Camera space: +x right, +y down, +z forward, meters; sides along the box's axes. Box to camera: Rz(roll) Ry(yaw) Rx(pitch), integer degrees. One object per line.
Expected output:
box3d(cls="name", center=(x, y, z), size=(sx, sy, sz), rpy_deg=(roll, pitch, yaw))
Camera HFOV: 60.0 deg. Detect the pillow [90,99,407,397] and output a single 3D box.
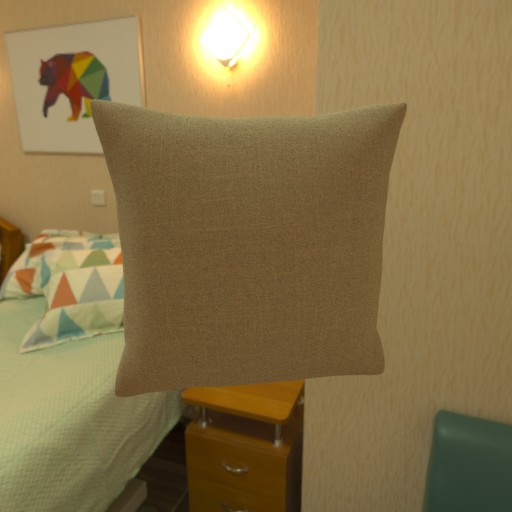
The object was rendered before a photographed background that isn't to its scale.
box3d(cls="pillow", center=(0.000, 0.000, 0.765), size=(0.512, 0.506, 0.178), rpy_deg=(-2, 16, -9))
